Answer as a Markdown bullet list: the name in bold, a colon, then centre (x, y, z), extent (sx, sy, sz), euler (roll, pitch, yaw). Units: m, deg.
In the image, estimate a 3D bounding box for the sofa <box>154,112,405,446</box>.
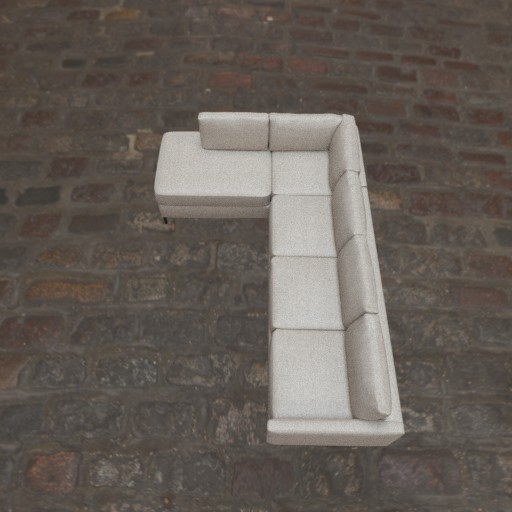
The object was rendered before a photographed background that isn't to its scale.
- **sofa**: centre (0.000, 0.000, 3.121), extent (1.617, 0.703, 2.423), euler (1, 58, 0)
